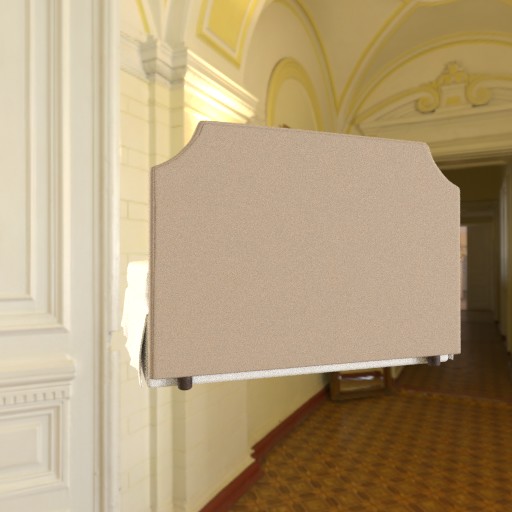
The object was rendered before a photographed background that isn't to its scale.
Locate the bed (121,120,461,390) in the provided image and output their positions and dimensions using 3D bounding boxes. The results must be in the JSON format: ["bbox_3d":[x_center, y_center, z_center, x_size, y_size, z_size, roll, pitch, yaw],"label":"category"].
[{"bbox_3d":[0.000,0.000,4.160,2.350,1.590,2.773,0,-1,-19],"label":"bed"}]
